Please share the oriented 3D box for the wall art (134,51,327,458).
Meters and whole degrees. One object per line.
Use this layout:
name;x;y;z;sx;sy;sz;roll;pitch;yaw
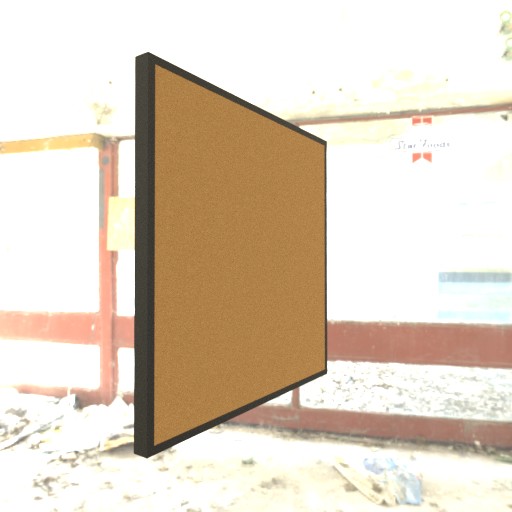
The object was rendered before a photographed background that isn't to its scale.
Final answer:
wall art;0.000;0.000;1.153;0.038;0.763;0.763;0;-1;35
